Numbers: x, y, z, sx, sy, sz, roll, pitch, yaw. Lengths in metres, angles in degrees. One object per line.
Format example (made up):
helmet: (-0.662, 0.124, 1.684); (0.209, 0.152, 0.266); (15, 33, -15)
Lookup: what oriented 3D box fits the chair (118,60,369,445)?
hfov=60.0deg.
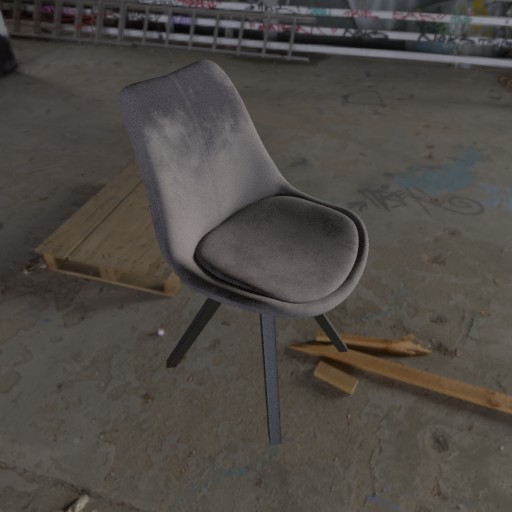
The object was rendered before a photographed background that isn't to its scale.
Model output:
chair: (0.000, 0.000, 1.174); (0.550, 0.850, 0.476); (25, 45, 27)
